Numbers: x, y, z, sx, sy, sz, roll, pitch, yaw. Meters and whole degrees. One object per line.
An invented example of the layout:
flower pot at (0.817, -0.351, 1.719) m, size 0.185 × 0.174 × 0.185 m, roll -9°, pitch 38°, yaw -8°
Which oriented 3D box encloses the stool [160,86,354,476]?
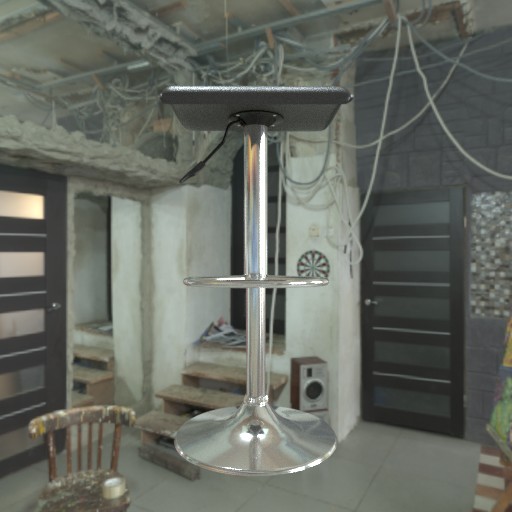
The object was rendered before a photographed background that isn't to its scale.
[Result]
stool at (0.000, 0.000, 1.047) m, size 0.381 × 0.851 × 0.381 m, roll 0°, pitch 0°, yaw 0°
